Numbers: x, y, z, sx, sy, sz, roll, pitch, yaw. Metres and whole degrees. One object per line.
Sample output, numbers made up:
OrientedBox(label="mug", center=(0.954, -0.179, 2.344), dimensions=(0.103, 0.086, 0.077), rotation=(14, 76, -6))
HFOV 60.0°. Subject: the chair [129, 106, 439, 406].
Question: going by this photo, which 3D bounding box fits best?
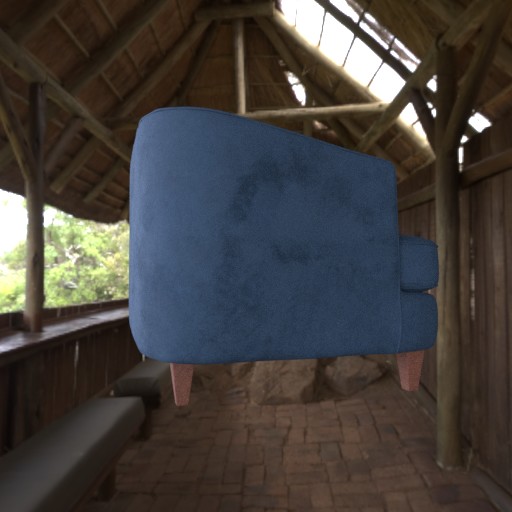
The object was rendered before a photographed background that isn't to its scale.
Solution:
OrientedBox(label="chair", center=(0.000, 0.000, 1.739), dimensions=(0.940, 0.852, 1.094), rotation=(0, -1, -18))
